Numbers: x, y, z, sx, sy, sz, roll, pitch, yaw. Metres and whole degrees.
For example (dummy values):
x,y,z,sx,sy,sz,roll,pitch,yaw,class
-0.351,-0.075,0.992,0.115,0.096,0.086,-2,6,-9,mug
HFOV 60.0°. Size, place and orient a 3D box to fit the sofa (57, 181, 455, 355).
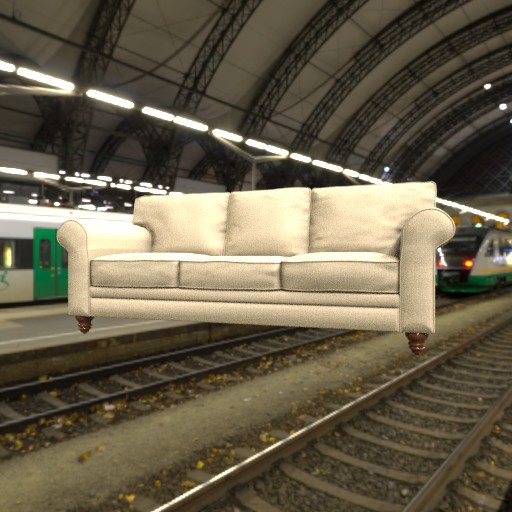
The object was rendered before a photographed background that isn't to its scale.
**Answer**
x,y,z,sx,sy,sz,roll,pitch,yaw,class
0.000,0.000,2.655,2.118,0.889,0.998,0,0,18,sofa
